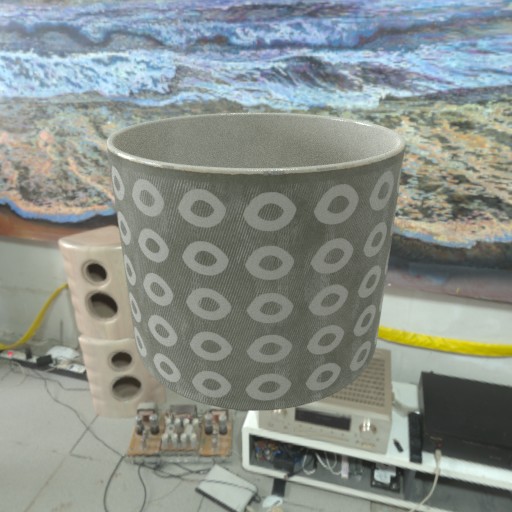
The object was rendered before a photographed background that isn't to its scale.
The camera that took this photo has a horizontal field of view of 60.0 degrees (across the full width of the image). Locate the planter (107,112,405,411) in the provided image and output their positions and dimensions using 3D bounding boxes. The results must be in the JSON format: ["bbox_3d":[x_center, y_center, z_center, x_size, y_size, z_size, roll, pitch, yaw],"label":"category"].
[{"bbox_3d":[0.000,0.000,0.438,0.250,0.239,0.250,0,26,0],"label":"planter"}]
